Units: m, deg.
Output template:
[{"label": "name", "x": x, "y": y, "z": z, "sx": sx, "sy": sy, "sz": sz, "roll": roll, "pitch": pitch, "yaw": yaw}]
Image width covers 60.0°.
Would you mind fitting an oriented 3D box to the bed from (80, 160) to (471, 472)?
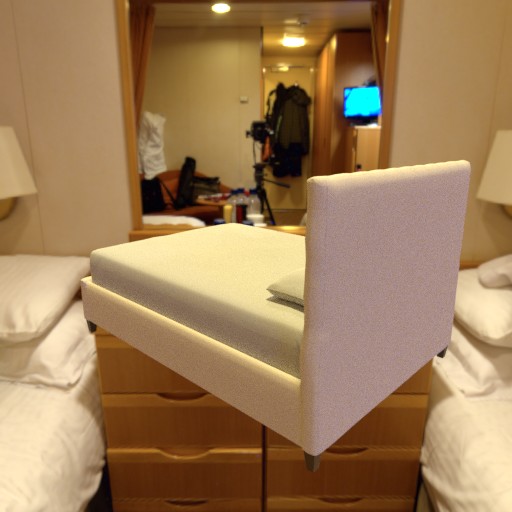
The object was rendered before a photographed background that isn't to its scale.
[{"label": "bed", "x": 0.000, "y": 0.000, "z": 3.318, "sx": 2.387, "sy": 1.427, "sz": 1.698, "roll": 14, "pitch": 21, "yaw": 42}]
